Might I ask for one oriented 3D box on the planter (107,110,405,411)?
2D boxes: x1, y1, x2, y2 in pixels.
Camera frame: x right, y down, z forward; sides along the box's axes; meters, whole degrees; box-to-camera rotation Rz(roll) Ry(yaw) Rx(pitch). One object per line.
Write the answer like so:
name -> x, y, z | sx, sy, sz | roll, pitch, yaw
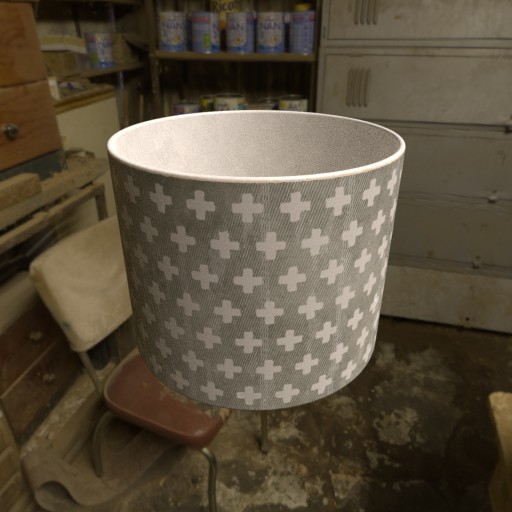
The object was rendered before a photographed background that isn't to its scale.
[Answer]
planter -> 0.000, 0.000, 0.335 | 0.190, 0.181, 0.190 | 0, 28, 0
